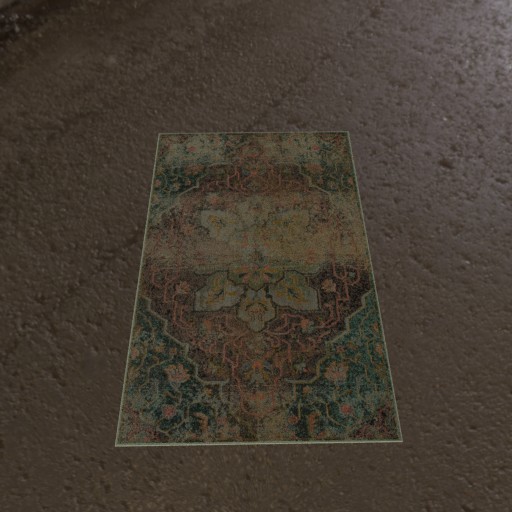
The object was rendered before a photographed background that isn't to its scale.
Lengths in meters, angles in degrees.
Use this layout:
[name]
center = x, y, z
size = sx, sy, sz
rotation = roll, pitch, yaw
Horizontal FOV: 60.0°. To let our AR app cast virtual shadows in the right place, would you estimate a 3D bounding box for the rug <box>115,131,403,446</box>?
[rug]
center = 0.000, 0.000, 2.958
size = 1.566, 0.004, 2.363
rotation = 0, 58, 0
